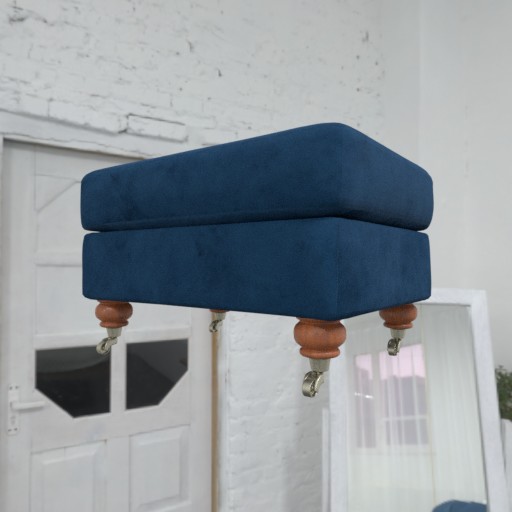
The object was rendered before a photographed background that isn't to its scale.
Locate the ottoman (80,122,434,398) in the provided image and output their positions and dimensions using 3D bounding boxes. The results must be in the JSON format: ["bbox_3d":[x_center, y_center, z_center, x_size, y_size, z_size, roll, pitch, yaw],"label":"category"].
[{"bbox_3d":[0.000,0.000,1.152,0.773,0.503,0.572,0,-1,36],"label":"ottoman"}]
